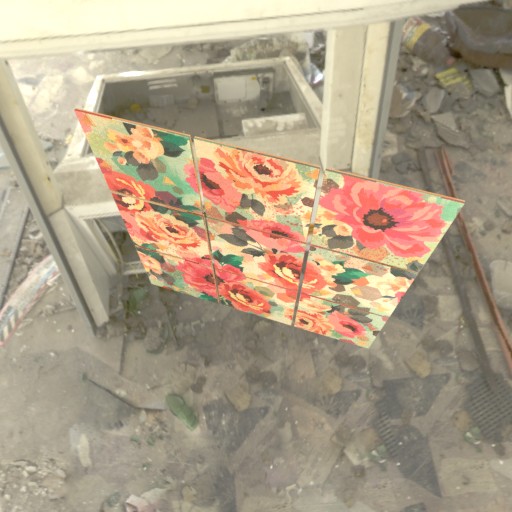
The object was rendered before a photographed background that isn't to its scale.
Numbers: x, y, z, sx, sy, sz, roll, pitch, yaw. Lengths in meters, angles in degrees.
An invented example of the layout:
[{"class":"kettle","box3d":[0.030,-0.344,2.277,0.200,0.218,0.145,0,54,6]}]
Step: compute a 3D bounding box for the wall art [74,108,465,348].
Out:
[{"class":"wall art","box3d":[0.000,0.000,1.847,1.216,1.220,0.013,16,61,9]}]
